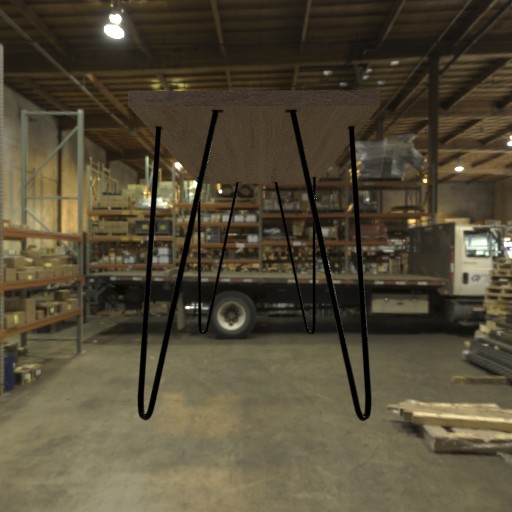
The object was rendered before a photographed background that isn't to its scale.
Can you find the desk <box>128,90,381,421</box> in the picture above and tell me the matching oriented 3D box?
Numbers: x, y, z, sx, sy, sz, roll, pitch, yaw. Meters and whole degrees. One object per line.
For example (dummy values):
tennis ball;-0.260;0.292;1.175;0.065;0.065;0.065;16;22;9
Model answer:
desk;0.000;0.000;1.373;0.499;0.660;0.991;0;0;0
